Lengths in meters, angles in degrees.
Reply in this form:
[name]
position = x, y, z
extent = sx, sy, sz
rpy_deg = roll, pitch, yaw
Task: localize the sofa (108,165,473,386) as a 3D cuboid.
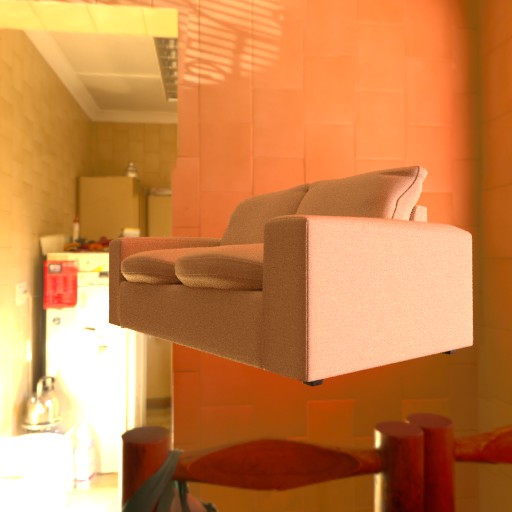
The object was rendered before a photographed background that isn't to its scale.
[sofa]
position = 0.000, 0.000, 2.337
extent = 1.091, 0.875, 1.754
rpy_deg = 1, -1, -38
